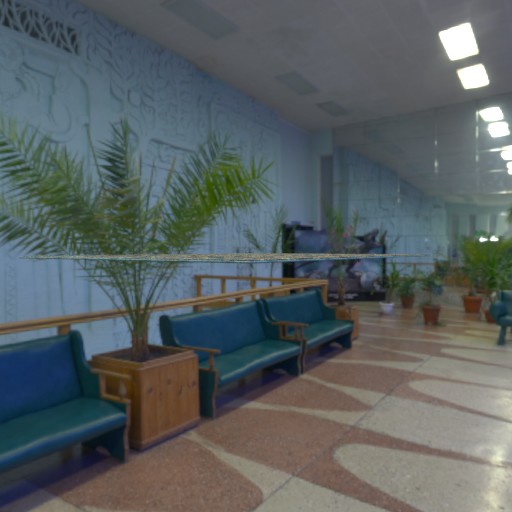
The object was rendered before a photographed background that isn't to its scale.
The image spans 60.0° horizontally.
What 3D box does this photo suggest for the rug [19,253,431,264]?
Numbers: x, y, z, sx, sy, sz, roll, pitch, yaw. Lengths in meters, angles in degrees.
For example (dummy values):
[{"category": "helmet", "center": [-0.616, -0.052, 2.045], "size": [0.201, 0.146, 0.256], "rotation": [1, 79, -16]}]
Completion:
[{"category": "rug", "center": [0.000, 0.000, 2.826], "size": [1.567, 0.014, 2.207], "rotation": [1, 1, 36]}]
